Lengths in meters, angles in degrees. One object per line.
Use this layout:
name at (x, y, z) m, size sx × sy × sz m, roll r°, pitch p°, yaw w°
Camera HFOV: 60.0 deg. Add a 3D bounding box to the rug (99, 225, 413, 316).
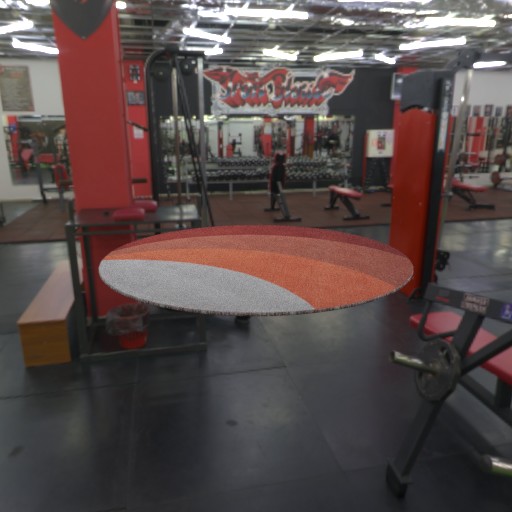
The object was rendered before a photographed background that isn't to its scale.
rug at (0.000, 0.000, 2.253) m, size 1.514 × 0.015 × 1.514 m, roll 0°, pitch 16°, yaw 0°
